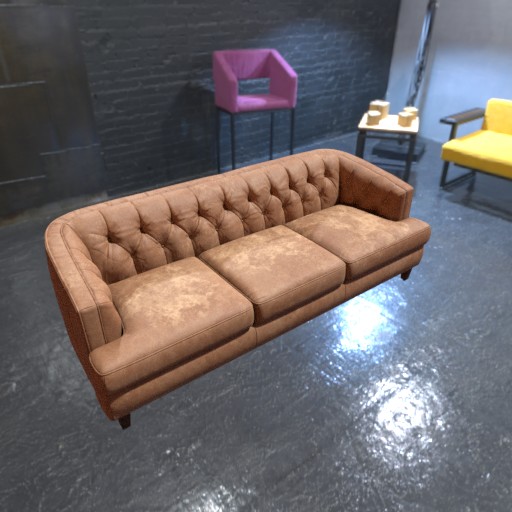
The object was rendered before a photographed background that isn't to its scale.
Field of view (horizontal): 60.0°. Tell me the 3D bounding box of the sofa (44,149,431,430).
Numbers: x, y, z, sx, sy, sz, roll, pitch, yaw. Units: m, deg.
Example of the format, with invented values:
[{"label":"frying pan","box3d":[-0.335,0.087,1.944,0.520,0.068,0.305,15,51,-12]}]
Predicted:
[{"label":"sofa","box3d":[0.000,0.000,2.689,2.257,0.791,0.922,-21,37,-31]}]
